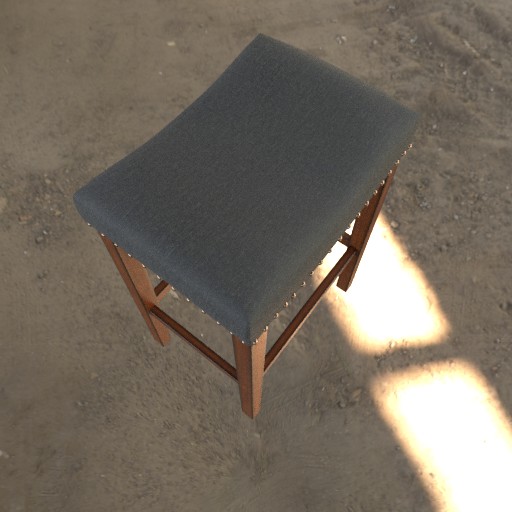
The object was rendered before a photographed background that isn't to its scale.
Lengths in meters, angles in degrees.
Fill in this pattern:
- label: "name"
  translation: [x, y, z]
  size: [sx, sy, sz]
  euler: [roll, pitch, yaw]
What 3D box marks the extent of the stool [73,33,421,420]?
- label: "stool"
  translation: [0.000, 0.000, 1.013]
  size: [0.366, 0.748, 0.502]
  euler: [35, 68, 16]
